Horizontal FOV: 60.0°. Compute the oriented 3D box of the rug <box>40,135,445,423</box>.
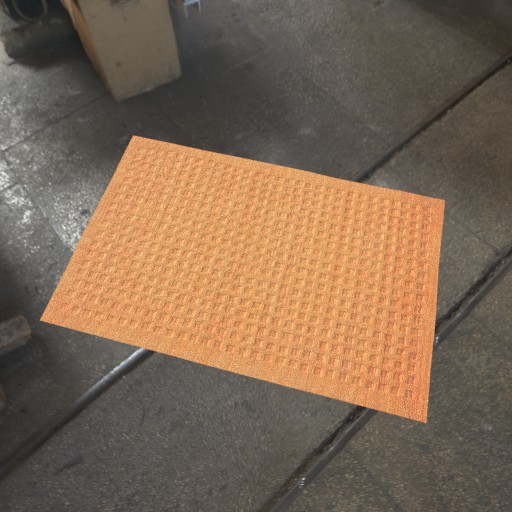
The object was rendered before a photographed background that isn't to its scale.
[{"bbox_3d":[0.000,0.000,2.172,1.747,0.006,1.143,13,63,7],"label":"rug"}]
